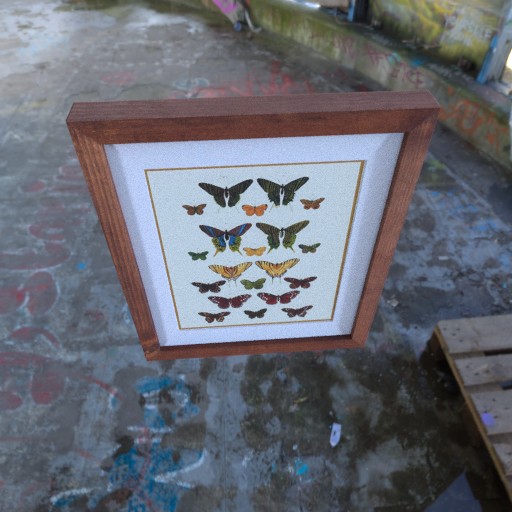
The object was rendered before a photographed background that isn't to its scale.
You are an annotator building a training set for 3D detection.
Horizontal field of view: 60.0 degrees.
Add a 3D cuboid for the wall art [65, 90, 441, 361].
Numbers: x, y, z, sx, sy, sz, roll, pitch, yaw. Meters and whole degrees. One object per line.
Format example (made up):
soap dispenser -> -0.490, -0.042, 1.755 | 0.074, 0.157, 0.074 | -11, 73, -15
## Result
wall art -> 0.000, 0.000, 0.619 | 0.377, 0.449, 0.039 | -3, 46, -3
